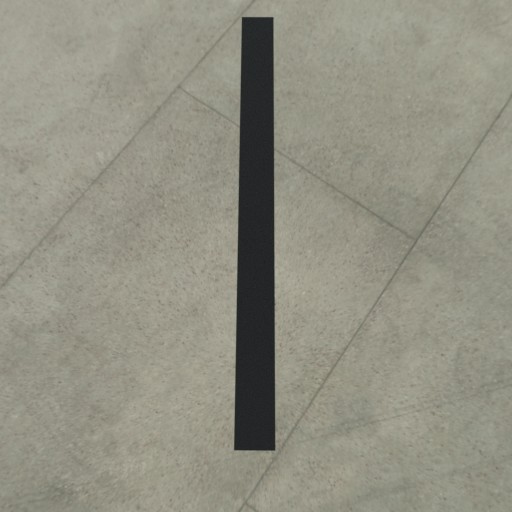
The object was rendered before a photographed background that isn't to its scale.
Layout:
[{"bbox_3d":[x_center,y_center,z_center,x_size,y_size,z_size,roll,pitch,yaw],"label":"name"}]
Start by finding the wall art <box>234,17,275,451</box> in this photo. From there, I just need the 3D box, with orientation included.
[{"bbox_3d":[0.000,0.000,0.530,0.031,0.330,0.381,0,75,0],"label":"wall art"}]
